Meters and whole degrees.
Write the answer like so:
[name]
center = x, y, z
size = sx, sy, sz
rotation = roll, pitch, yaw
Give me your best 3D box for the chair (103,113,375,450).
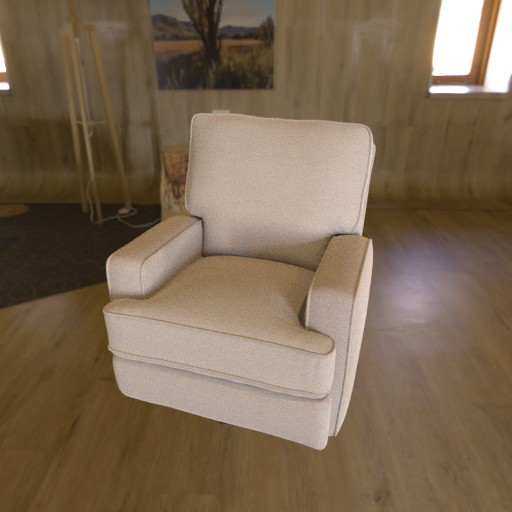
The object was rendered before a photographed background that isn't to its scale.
[chair]
center = 0.000, 0.000, 1.705
size = 0.861, 0.964, 0.969
rotation = 8, 27, 16
